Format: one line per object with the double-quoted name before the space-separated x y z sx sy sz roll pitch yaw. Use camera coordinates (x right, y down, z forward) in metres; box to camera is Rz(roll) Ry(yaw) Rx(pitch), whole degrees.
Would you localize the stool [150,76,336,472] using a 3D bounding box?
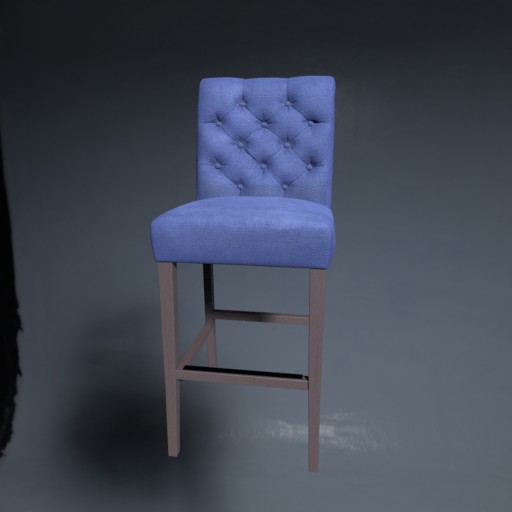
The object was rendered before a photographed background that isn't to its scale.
"stool" 0.000 0.000 1.442 0.493 1.140 0.601 2 16 8
